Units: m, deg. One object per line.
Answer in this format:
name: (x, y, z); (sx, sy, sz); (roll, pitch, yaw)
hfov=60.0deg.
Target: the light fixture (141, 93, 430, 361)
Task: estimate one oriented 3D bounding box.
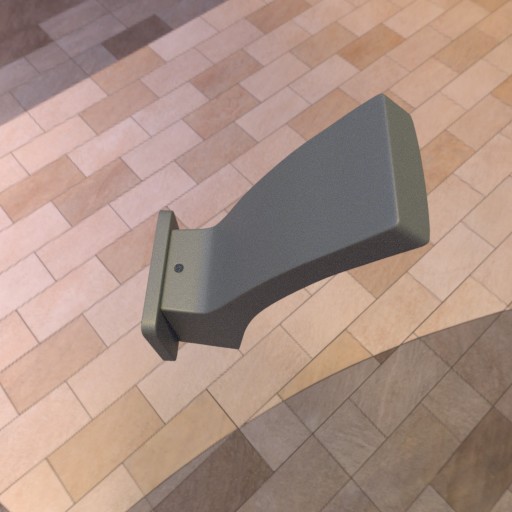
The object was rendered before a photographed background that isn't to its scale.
light fixture: (0.000, 0.000, 0.324); (0.174, 0.243, 0.108); (2, 64, 1)
